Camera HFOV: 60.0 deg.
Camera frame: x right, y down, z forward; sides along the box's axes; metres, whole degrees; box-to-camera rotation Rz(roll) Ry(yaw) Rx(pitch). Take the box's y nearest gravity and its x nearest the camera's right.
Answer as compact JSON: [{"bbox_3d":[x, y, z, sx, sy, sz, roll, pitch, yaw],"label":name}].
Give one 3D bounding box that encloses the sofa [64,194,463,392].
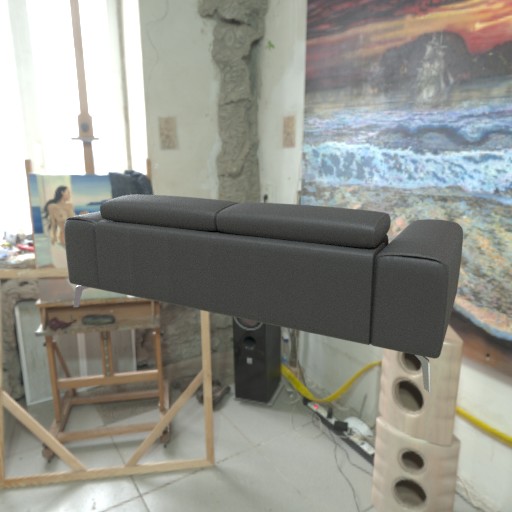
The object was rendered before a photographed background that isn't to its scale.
[{"bbox_3d":[0.000,0.000,2.815,2.321,0.759,1.023,7,16,27],"label":"sofa"}]
